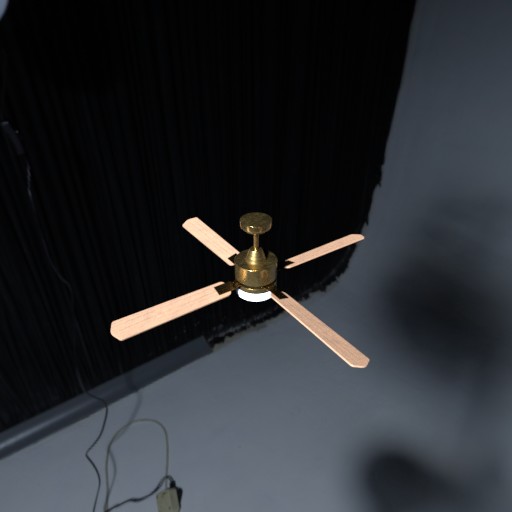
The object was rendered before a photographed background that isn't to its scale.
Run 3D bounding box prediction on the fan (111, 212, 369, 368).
[{"bbox_3d":[0.000,0.000,1.925,1.320,0.355,1.320,-20,37,-29],"label":"fan"}]
